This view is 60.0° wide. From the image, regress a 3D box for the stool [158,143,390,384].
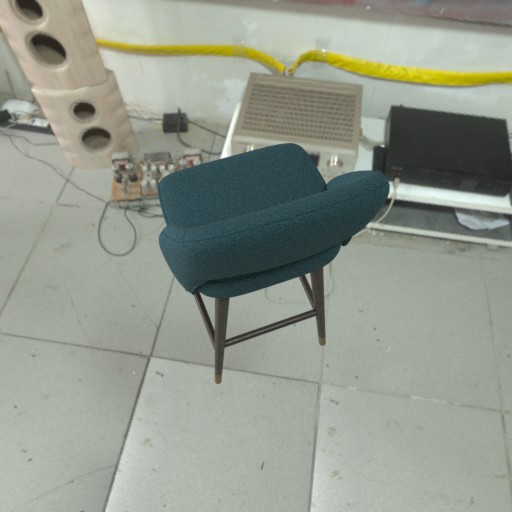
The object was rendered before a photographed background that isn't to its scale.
[{"bbox_3d":[0.000,0.000,1.377,0.536,1.032,0.522,-17,60,-11],"label":"stool"}]
